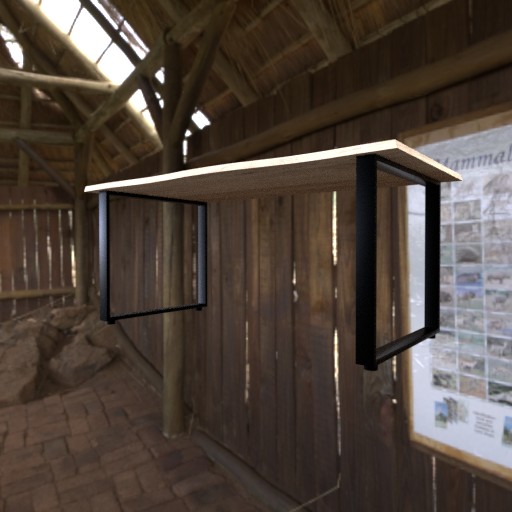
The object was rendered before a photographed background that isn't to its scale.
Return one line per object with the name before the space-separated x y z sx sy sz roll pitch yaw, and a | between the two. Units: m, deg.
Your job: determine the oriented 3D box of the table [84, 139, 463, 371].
table | 0.000 0.000 2.313 1.800 0.780 0.900 1 1 38
